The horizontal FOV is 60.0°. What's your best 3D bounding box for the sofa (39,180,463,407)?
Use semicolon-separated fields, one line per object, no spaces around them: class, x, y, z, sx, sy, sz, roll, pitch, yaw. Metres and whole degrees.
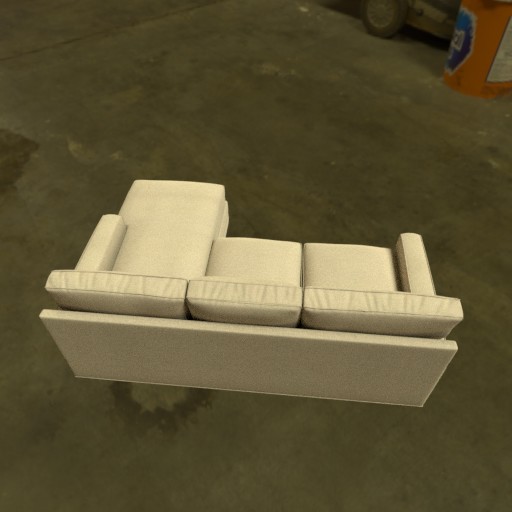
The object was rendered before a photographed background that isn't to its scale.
sofa;0.000;0.000;2.857;2.087;0.861;1.496;4;47;4
